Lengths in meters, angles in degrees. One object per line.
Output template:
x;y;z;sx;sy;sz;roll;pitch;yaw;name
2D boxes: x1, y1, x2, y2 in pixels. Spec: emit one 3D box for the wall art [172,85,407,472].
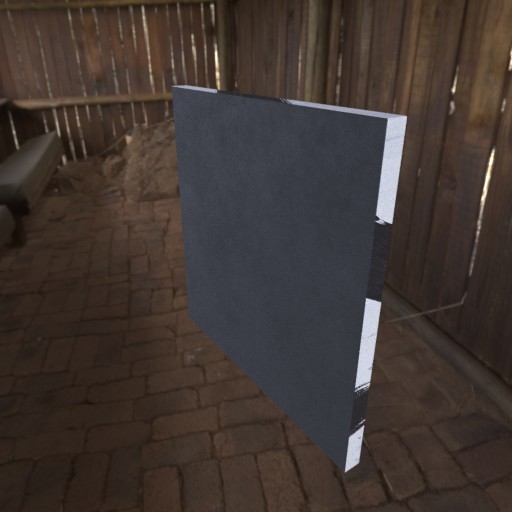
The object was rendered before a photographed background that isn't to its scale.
0.000;0.000;1.126;0.046;0.765;0.765;-16;30;-31;wall art
